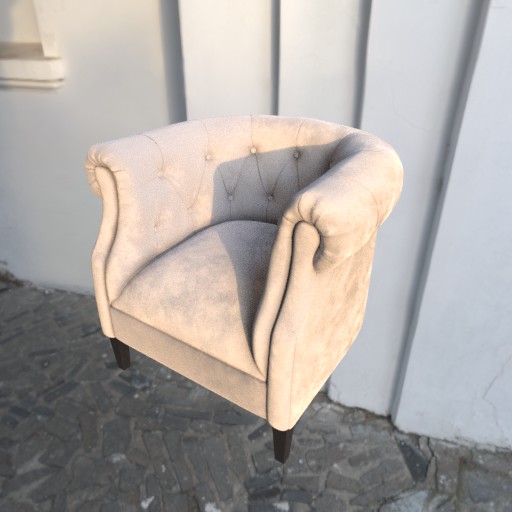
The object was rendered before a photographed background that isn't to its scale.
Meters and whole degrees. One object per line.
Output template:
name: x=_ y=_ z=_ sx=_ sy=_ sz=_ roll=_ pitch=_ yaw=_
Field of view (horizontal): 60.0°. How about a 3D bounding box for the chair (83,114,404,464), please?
chair: x=0.000 y=0.000 z=1.562 sx=0.904 sy=0.826 sz=0.851 roll=19 pitch=35 yaw=29
